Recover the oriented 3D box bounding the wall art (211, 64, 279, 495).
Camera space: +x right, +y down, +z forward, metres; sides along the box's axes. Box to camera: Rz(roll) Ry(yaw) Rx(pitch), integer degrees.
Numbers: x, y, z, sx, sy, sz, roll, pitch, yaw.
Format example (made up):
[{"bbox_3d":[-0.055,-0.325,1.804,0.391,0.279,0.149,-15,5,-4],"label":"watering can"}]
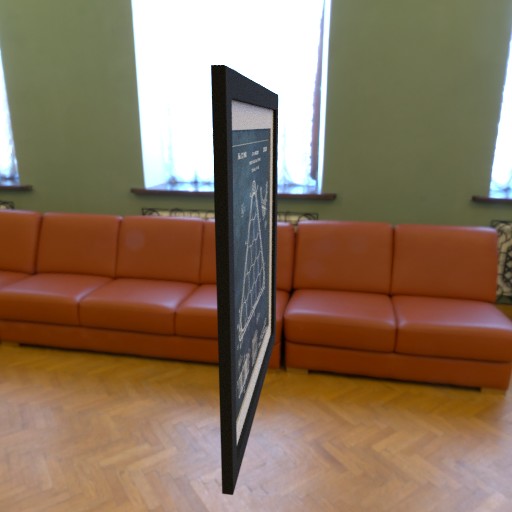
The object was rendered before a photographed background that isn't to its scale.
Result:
[{"bbox_3d":[0.000,0.000,0.499,0.010,0.361,0.311,3,17,9],"label":"wall art"}]
